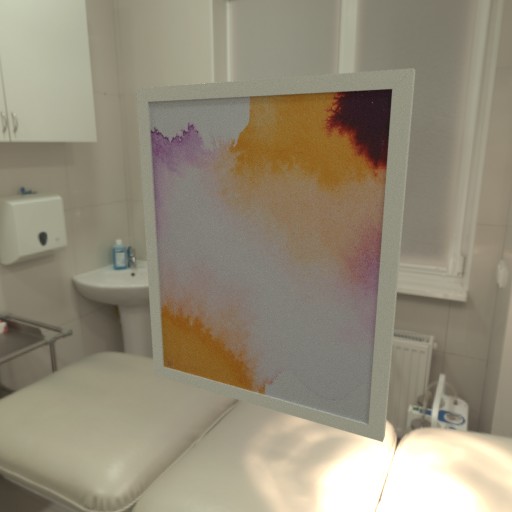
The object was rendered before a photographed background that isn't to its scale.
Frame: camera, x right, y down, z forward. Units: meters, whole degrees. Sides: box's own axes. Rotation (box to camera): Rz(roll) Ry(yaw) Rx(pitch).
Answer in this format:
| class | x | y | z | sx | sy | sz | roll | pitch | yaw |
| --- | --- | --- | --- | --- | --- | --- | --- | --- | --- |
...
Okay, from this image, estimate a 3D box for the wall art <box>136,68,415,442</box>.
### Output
| class | x | y | z | sx | sy | sz | roll | pitch | yaw |
| --- | --- | --- | --- | --- | --- | --- | --- | --- | --- |
| wall art | 0.000 | 0.000 | 0.615 | 0.382 | 0.456 | 0.013 | 7 | 16 | 26 |
